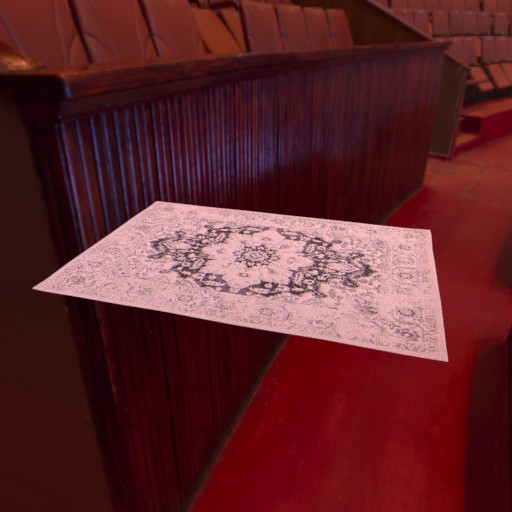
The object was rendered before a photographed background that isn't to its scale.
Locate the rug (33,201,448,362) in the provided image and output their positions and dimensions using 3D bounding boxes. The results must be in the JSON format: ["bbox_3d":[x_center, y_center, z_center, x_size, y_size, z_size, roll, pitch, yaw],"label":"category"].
[{"bbox_3d":[0.000,0.000,2.349,1.813,0.008,1.223,8,28,14],"label":"rug"}]
